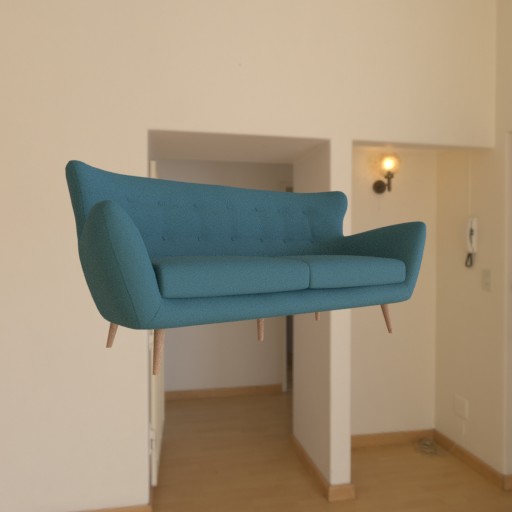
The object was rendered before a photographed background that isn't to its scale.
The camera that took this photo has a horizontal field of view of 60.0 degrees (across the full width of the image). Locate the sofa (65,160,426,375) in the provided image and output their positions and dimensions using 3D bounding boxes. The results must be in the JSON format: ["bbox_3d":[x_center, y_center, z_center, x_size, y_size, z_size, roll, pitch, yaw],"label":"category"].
[{"bbox_3d":[0.000,0.000,2.390,1.930,0.890,0.889,0,1,-37],"label":"sofa"}]
